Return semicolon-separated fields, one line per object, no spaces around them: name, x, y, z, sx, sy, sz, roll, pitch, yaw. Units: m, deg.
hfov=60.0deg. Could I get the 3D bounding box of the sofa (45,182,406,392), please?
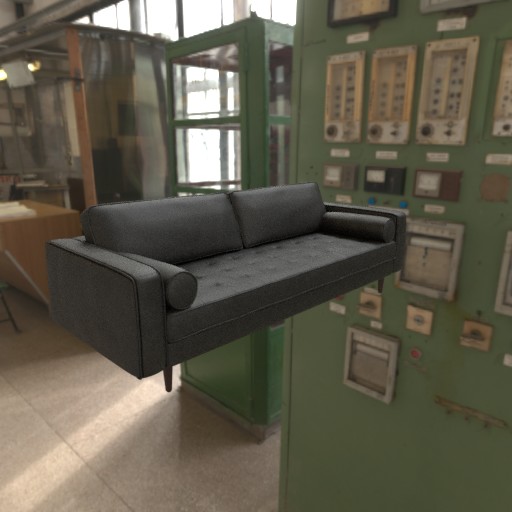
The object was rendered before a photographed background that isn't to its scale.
sofa;0.000;0.000;2.731;0.914;0.762;2.210;14;20;43
